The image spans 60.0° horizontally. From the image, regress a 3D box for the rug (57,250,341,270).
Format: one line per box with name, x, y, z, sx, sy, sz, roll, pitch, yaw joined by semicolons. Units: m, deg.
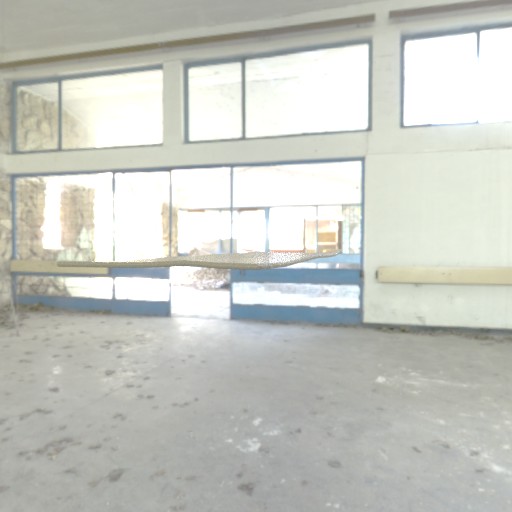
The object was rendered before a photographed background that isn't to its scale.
rug;0.000;0.000;2.641;0.752;0.051;2.452;0;1;17
